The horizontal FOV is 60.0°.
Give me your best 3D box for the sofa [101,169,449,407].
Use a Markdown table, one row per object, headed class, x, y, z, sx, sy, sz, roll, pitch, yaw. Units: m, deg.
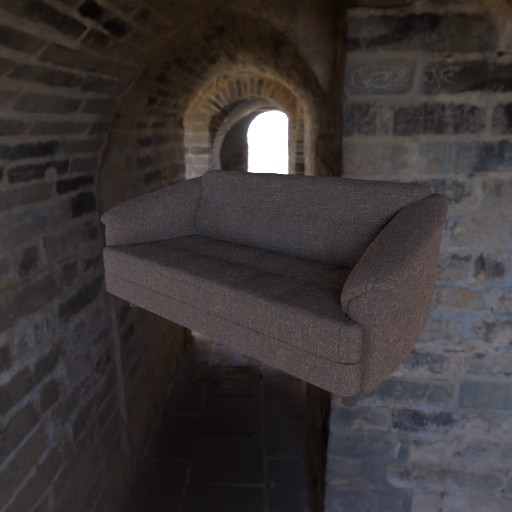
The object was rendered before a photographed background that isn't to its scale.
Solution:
| class | x | y | z | sx | sy | sz | roll | pitch | yaw |
| --- | --- | --- | --- | --- | --- | --- | --- | --- | --- |
| sofa | 0.000 | 0.000 | 2.296 | 1.849 | 0.790 | 0.887 | 14 | 20 | 41 |
